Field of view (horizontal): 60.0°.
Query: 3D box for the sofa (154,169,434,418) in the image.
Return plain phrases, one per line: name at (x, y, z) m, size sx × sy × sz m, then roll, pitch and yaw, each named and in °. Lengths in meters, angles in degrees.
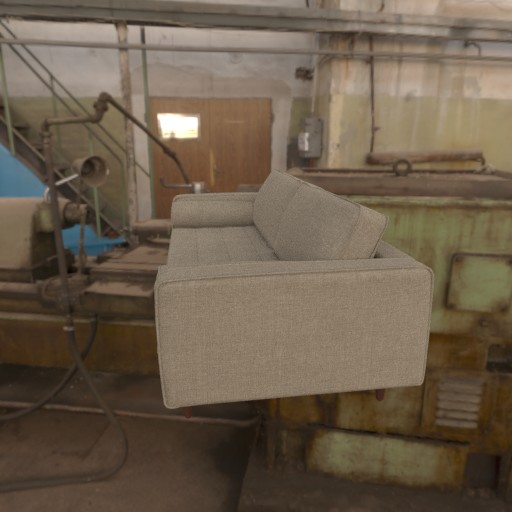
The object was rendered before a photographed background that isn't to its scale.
sofa at (0.000, 0.000, 2.288) m, size 0.914 × 0.762 × 1.879 m, roll -2°, pitch 16°, yaw -8°
